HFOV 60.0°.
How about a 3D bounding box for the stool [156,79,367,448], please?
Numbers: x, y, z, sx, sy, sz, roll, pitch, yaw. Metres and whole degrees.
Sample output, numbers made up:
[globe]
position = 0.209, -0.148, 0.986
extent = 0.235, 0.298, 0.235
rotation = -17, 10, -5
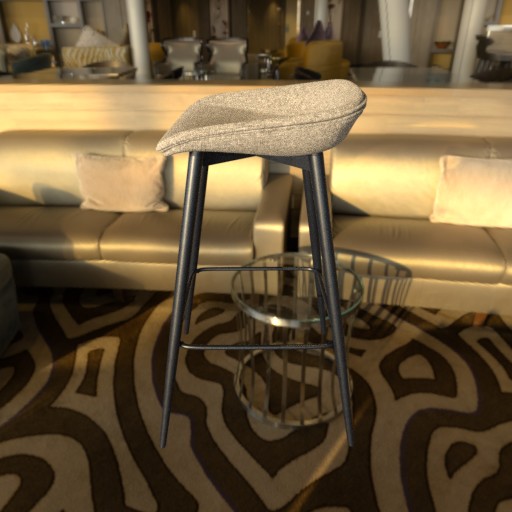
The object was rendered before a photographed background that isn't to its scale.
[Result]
[stool]
position = 0.000, 0.000, 1.108
extent = 0.480, 0.814, 0.469
rotation = 0, 27, -1
